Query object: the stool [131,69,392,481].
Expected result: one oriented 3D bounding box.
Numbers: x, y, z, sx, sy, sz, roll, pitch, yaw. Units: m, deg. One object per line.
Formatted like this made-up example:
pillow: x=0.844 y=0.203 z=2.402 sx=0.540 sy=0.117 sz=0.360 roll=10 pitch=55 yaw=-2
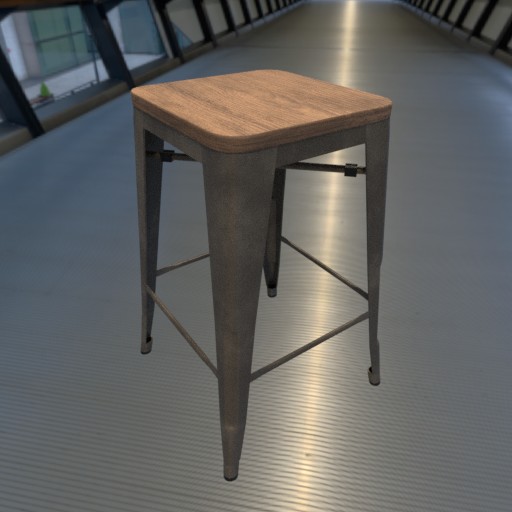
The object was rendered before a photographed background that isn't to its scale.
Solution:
stool: x=0.000 y=0.000 z=0.866 sx=0.407 sy=0.607 sz=0.407 roll=-21 pitch=38 yaw=-29
